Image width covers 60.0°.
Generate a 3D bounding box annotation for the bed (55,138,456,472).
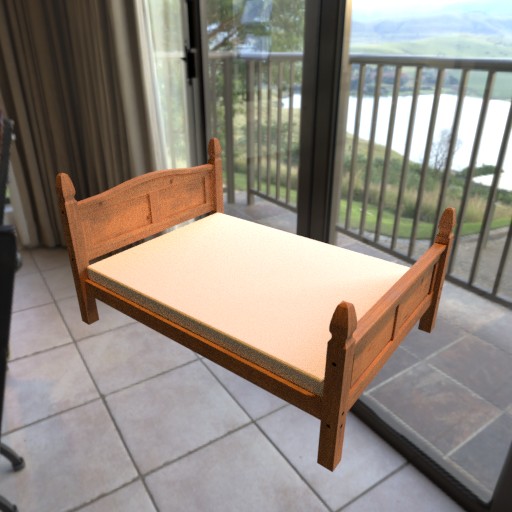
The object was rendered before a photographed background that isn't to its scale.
[{"bbox_3d":[0.000,0.000,2.961,2.069,1.100,1.490,19,32,33],"label":"bed"}]
